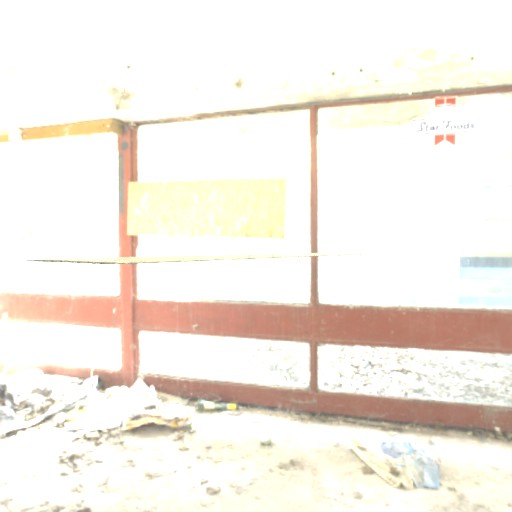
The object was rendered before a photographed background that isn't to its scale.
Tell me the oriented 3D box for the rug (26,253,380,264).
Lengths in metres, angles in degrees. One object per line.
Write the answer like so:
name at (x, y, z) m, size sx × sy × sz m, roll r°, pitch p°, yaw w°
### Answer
rug at (0.000, 0.000, 2.585) m, size 0.620 × 0.008 × 2.372 m, roll 1°, pitch 2°, yaw 37°
